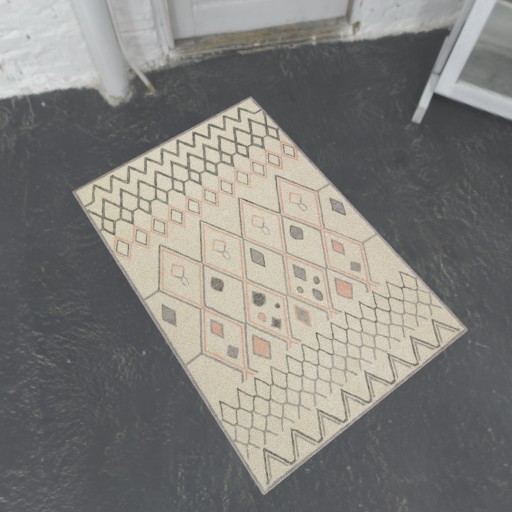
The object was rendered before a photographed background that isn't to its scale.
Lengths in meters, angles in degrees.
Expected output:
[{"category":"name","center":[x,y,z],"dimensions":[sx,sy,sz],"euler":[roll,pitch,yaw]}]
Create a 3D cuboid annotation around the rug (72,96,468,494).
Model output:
[{"category":"rug","center":[0.000,0.000,2.307],"dimensions":[1.219,0.016,1.829],"euler":[-33,69,-14]}]
